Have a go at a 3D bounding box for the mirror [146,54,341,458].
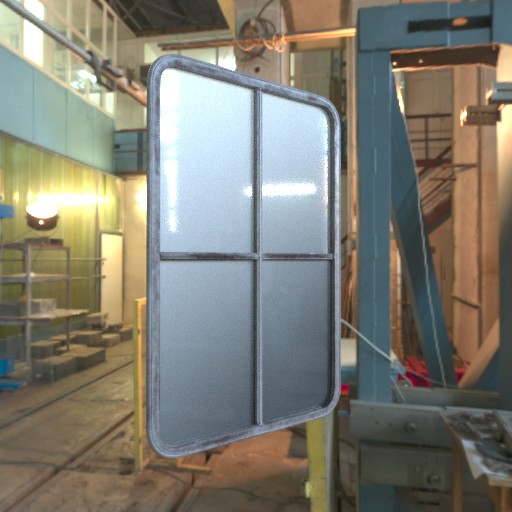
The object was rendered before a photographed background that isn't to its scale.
[{"bbox_3d":[0.000,0.000,0.888,0.461,0.713,0.024,0,-1,-35],"label":"mirror"}]
